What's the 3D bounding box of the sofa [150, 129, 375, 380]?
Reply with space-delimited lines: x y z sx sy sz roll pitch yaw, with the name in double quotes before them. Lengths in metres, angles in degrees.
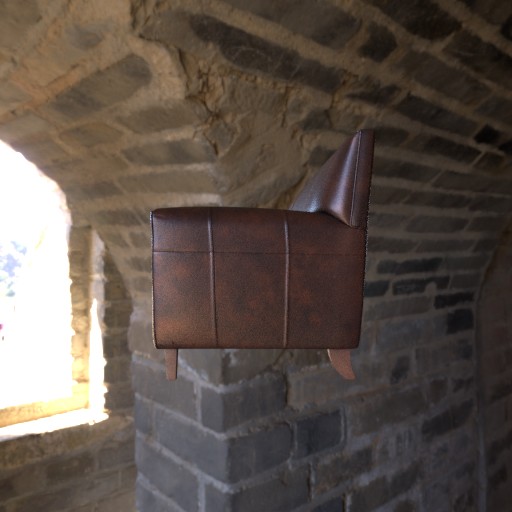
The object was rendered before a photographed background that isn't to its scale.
"sofa" 0.000 0.000 2.486 0.786 0.871 1.995 0 0 -1
